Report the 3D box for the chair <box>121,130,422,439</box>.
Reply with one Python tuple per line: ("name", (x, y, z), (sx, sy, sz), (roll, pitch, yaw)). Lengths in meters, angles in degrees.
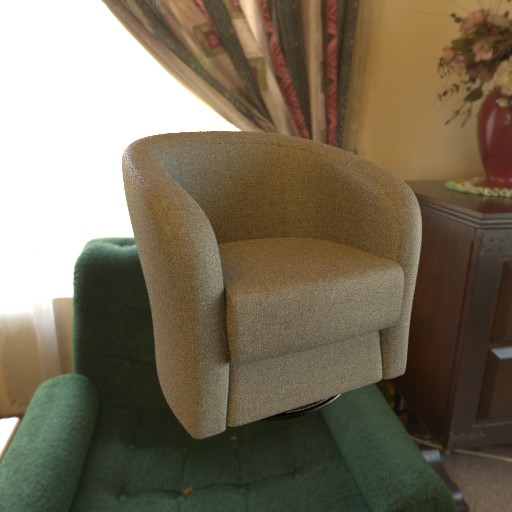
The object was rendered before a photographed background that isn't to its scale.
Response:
("chair", (0.000, 0.000, 1.425), (0.791, 0.771, 0.815), (-8, 18, -25))
